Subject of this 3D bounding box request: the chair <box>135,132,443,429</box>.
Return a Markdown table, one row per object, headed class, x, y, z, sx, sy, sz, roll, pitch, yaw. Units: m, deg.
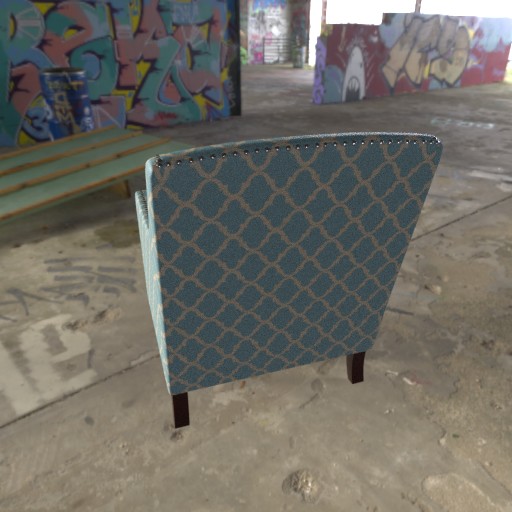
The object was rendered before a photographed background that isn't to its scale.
| class | x | y | z | sx | sy | sz | roll | pitch | yaw |
| --- | --- | --- | --- | --- | --- | --- | --- | --- | --- |
| chair | 0.000 | 0.000 | 1.304 | 0.617 | 0.817 | 0.686 | -9 | 28 | -16 |
